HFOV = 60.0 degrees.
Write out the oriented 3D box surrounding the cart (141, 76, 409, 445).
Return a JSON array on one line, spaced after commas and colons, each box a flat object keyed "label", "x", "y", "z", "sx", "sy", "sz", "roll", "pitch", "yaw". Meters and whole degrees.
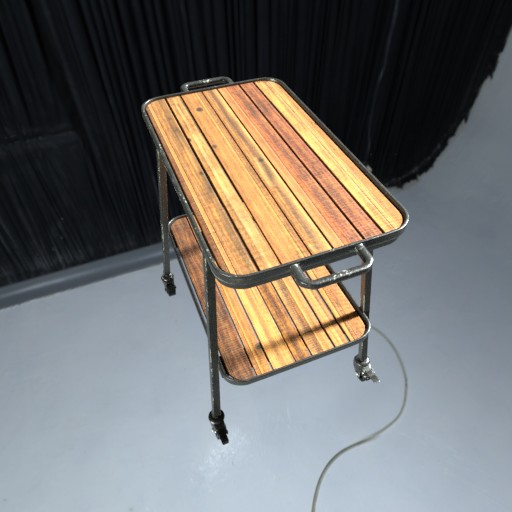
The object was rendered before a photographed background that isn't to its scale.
[{"label": "cart", "x": 0.000, "y": 0.000, "z": 1.276, "sx": 0.515, "sy": 0.700, "sz": 0.806, "roll": -16, "pitch": 49, "yaw": -15}]
